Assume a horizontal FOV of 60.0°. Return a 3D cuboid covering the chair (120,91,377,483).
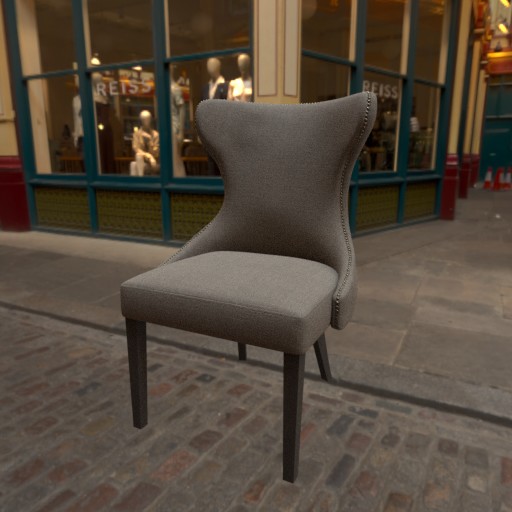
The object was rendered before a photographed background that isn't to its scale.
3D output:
[{"bbox_3d":[0.000,0.000,1.357,0.628,0.967,0.635,7,15,26],"label":"chair"}]
